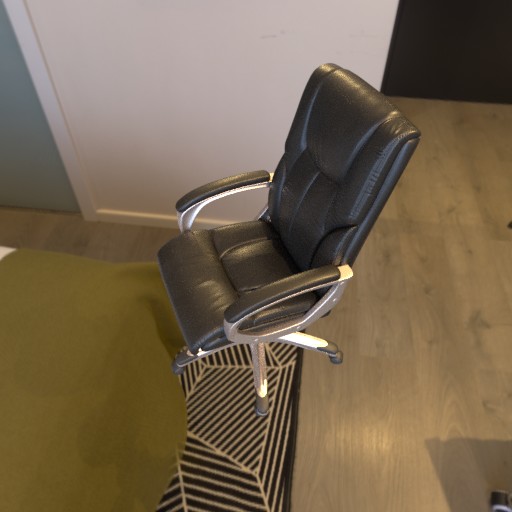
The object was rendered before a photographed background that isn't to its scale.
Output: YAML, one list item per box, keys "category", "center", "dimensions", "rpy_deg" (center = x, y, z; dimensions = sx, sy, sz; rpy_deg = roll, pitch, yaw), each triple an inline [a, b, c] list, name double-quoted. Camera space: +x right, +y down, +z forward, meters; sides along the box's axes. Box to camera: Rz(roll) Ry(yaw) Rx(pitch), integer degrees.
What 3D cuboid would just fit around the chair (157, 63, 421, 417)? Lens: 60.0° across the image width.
- category: "chair"
  center: [0.000, 0.000, 1.607]
  dimensions: [0.780, 1.145, 0.700]
  rpy_deg: [-17, 49, -15]
